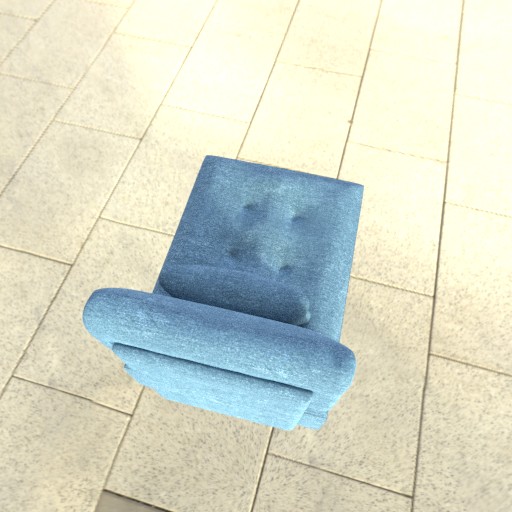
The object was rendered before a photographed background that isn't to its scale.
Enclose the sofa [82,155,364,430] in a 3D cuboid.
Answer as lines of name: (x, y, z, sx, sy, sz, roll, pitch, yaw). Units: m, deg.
sofa: (0.000, 0.000, 1.564, 0.700, 0.820, 1.000, 12, 62, 6)
